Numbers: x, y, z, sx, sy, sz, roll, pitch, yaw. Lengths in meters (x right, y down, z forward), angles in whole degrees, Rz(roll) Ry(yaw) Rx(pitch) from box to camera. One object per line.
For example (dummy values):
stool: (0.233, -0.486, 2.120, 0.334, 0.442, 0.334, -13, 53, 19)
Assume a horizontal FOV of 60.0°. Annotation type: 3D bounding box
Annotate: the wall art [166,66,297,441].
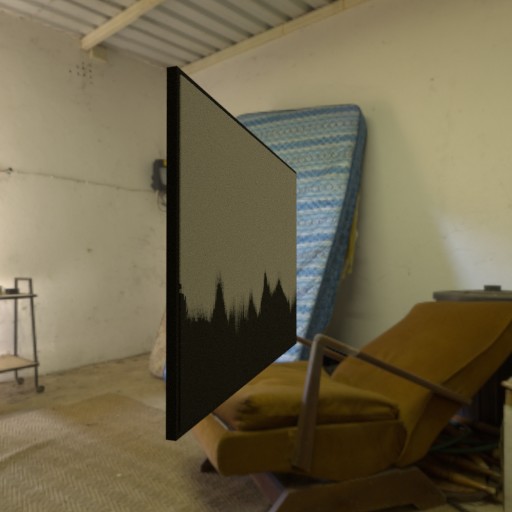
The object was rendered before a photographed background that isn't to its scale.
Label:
wall art: (0.000, 0.000, 1.518, 0.028, 0.805, 1.190, 0, -1, 18)
